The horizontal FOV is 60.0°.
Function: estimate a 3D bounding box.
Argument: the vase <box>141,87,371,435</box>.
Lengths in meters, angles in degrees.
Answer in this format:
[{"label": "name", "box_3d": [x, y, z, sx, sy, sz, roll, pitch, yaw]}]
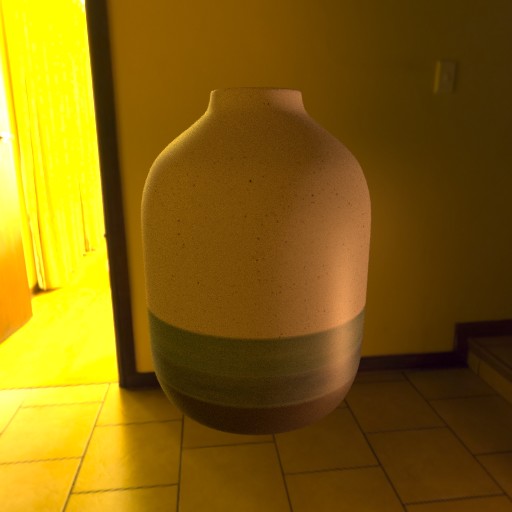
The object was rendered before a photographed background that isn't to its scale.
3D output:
[{"label": "vase", "box_3d": [0.000, 0.000, 0.344, 0.169, 0.240, 0.169, 0, 15, 0]}]
